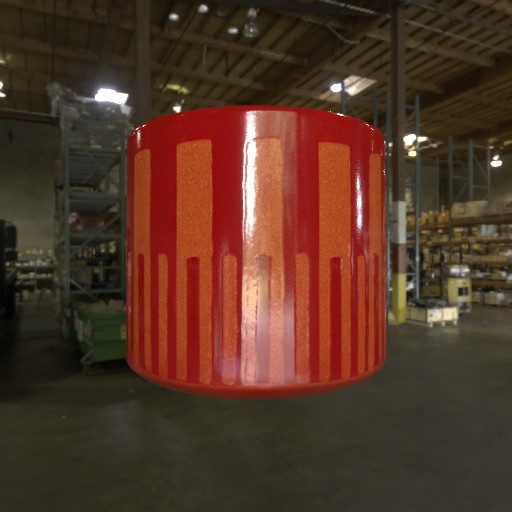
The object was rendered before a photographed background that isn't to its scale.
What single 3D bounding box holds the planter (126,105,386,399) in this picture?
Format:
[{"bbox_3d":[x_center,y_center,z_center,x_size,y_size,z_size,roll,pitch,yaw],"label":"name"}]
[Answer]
[{"bbox_3d":[0.000,0.000,0.409,0.230,0.202,0.230,0,0,0],"label":"planter"}]
